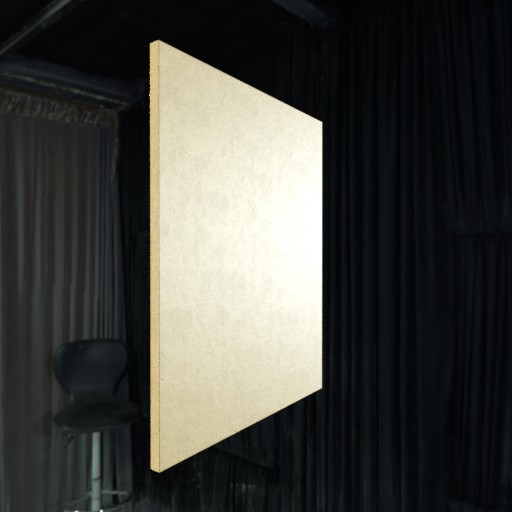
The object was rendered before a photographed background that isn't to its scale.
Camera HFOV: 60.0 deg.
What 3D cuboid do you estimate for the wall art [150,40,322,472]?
[{"bbox_3d":[0.000,0.000,1.356,0.030,1.002,0.798,0,1,36],"label":"wall art"}]
